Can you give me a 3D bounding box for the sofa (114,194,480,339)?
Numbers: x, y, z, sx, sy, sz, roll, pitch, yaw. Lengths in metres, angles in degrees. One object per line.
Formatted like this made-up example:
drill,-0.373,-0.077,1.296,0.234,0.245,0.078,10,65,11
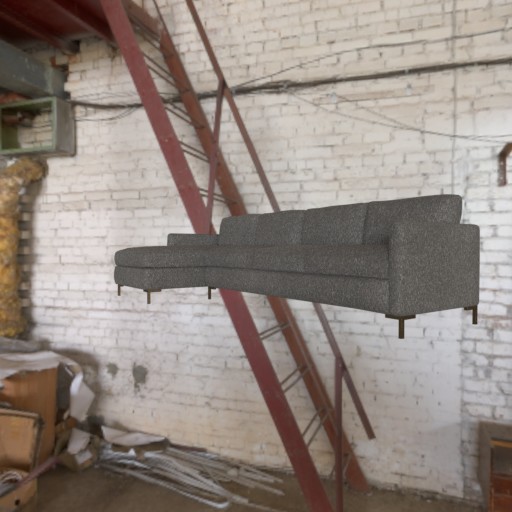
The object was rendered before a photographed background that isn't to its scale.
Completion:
sofa,0.000,0.000,3.502,1.350,0.810,2.932,-1,2,-36
